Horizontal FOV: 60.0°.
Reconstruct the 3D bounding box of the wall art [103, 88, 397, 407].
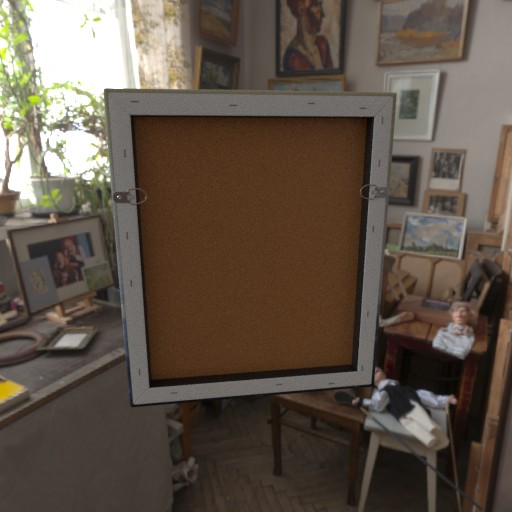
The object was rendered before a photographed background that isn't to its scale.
[{"bbox_3d":[0.000,0.000,1.013,0.608,0.710,0.041,-2,15,-8],"label":"wall art"}]
